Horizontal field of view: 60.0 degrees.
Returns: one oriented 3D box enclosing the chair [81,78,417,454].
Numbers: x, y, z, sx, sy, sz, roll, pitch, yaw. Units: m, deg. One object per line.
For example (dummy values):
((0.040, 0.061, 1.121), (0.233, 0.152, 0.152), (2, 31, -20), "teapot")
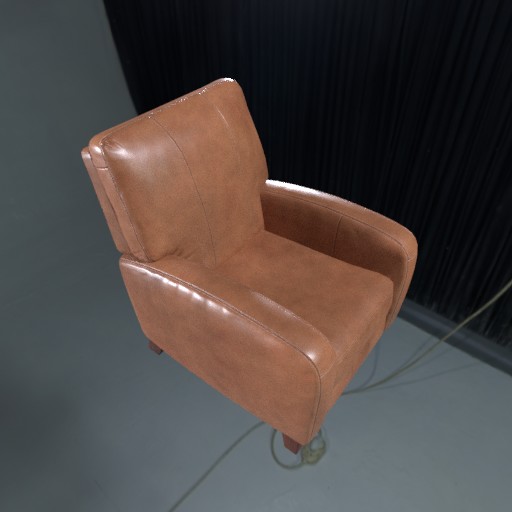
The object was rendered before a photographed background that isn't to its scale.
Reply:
((0.000, 0.000, 1.652), (0.990, 0.990, 0.762), (27, 48, 27), "chair")
